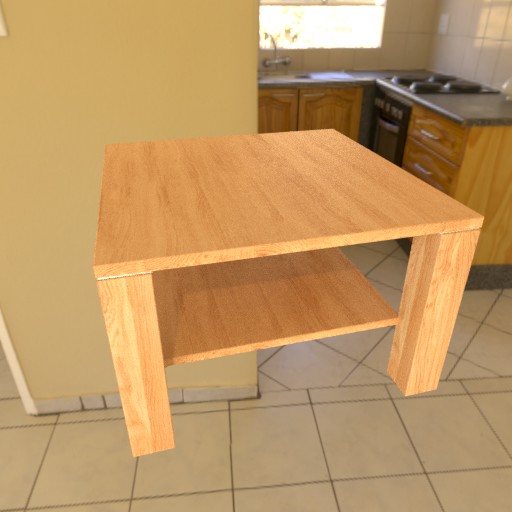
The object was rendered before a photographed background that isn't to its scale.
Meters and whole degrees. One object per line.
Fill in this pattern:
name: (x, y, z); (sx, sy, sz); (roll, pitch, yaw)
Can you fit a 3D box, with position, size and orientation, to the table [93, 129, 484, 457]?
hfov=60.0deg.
table: (0.000, 0.000, 1.155); (0.700, 0.450, 0.700); (-8, 30, -13)
